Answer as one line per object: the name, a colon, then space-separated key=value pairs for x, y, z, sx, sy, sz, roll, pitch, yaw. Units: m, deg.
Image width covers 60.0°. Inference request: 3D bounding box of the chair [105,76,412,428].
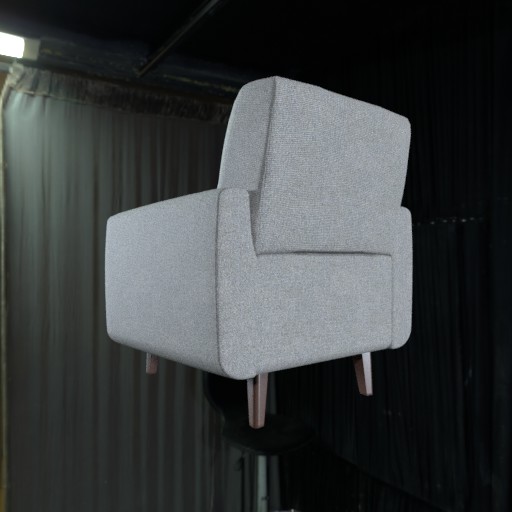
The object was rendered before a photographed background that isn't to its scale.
chair: x=0.000 y=0.000 z=1.667 sx=0.845 sy=0.968 sz=0.942 roll=0 pitch=0 yaw=-37
